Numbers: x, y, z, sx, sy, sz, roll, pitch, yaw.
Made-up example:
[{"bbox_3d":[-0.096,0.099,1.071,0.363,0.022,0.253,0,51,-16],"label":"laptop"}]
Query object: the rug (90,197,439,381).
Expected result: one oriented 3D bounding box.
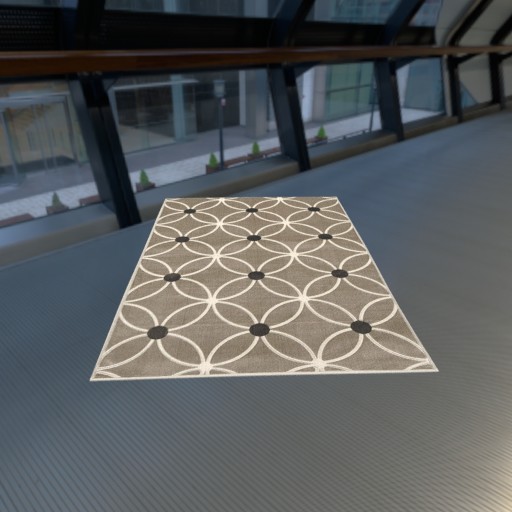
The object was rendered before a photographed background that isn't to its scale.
[{"bbox_3d":[0.000,0.000,2.925,1.522,0.008,2.284,-1,27,-2],"label":"rug"}]
